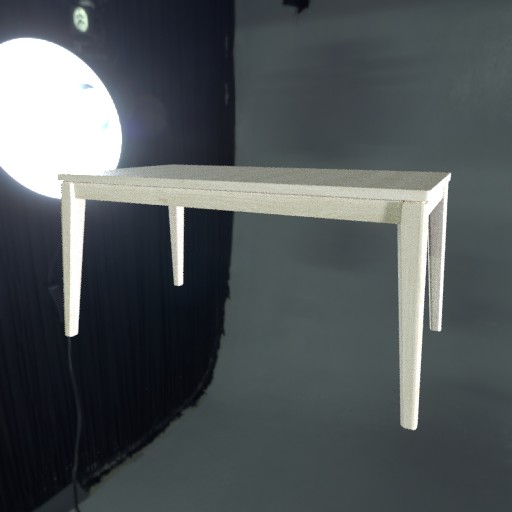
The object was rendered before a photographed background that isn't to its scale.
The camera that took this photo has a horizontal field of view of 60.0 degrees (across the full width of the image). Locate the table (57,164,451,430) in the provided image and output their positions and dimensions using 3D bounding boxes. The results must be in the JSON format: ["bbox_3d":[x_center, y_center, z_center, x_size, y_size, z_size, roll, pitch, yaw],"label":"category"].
[{"bbox_3d":[0.000,0.000,2.060,1.600,0.760,0.900,7,16,26],"label":"table"}]
